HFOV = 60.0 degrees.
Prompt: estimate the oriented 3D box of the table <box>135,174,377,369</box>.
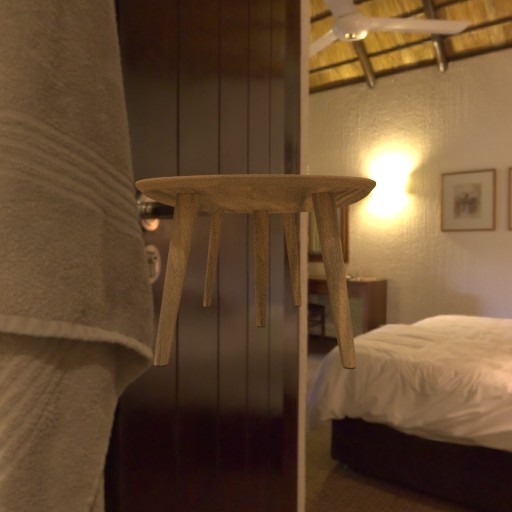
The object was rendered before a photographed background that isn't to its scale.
[{"bbox_3d":[0.000,0.000,1.353,0.527,0.429,1.084,0,1,0],"label":"table"}]
